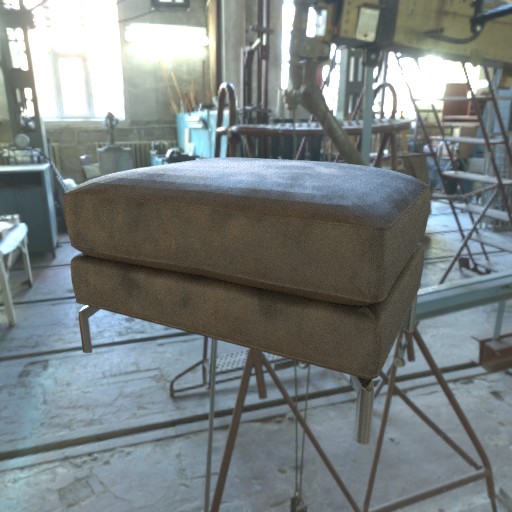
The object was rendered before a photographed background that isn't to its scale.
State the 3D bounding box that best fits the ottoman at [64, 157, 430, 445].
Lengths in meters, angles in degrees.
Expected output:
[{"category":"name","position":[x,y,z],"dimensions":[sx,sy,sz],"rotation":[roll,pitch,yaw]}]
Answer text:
[{"category":"ottoman","position":[0.000,0.000,1.078],"dimensions":[0.719,0.456,0.520],"rotation":[9,20,26]}]
